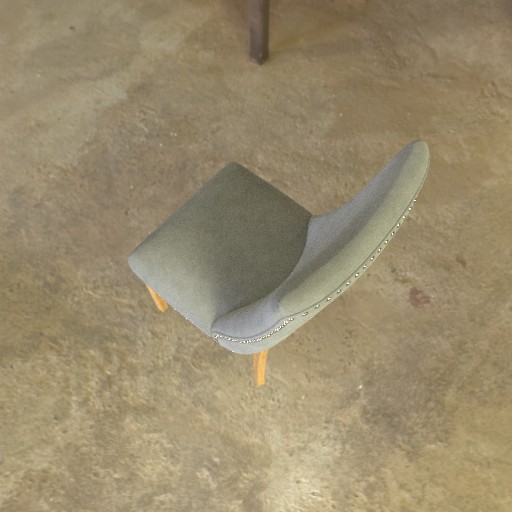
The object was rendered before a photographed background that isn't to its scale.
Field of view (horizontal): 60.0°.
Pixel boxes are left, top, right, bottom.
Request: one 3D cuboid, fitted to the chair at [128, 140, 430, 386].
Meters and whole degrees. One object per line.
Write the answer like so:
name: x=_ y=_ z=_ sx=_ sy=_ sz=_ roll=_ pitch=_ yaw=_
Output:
chair: x=0.000 y=0.000 z=1.259 sx=0.610 sy=0.902 sz=0.495 roll=36 pitch=68 yaw=17
